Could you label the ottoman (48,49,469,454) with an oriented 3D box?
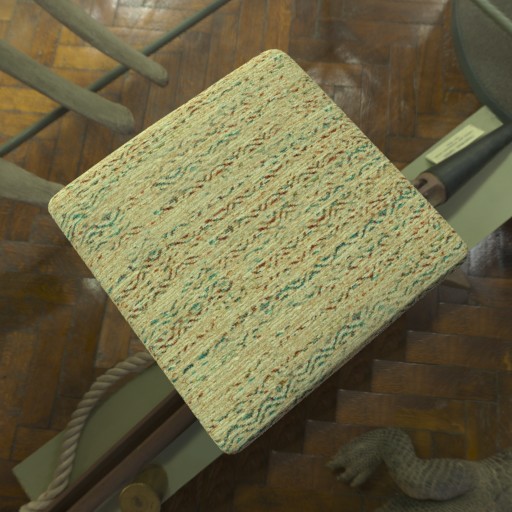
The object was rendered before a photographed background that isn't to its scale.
[{"bbox_3d":[0.000,0.000,0.910,0.512,0.453,0.521,-38,79,-9],"label":"ottoman"}]
